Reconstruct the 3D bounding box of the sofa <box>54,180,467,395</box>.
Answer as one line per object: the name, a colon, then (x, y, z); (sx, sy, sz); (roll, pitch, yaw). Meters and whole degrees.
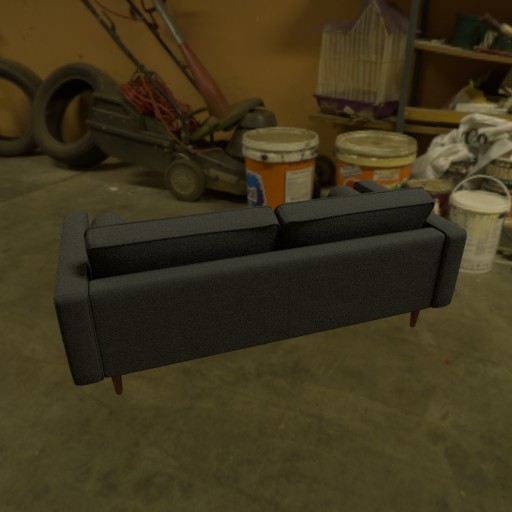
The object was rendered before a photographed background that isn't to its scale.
sofa: (0.000, 0.000, 2.338); (1.875, 0.759, 0.914); (-9, 28, -17)
